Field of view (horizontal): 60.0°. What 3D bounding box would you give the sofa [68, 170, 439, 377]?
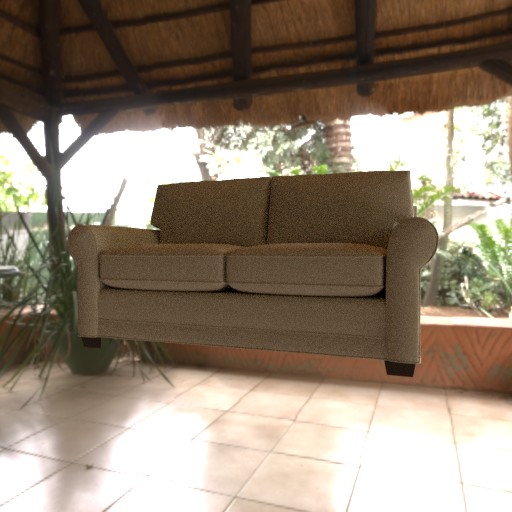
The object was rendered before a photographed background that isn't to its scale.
[{"bbox_3d":[0.000,0.000,2.362,1.774,0.933,0.861,0,1,20],"label":"sofa"}]
